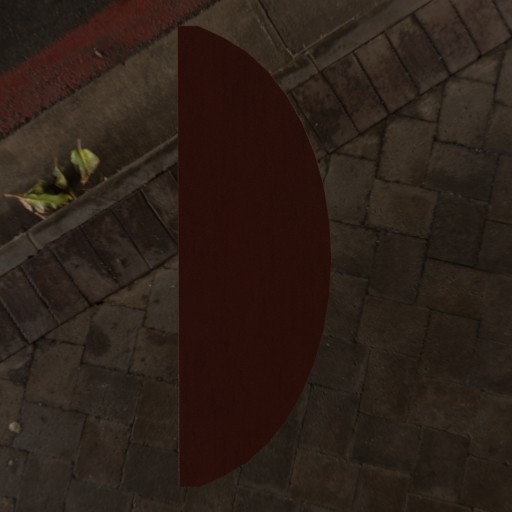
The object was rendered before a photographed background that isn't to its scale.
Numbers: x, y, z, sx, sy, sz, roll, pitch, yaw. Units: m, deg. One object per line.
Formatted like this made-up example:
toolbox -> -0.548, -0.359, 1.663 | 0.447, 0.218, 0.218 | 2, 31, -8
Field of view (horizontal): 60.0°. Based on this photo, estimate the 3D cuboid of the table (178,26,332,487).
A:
table -> 0.000, 0.000, 1.557 | 0.405, 0.779, 1.219 | 0, 91, 0
